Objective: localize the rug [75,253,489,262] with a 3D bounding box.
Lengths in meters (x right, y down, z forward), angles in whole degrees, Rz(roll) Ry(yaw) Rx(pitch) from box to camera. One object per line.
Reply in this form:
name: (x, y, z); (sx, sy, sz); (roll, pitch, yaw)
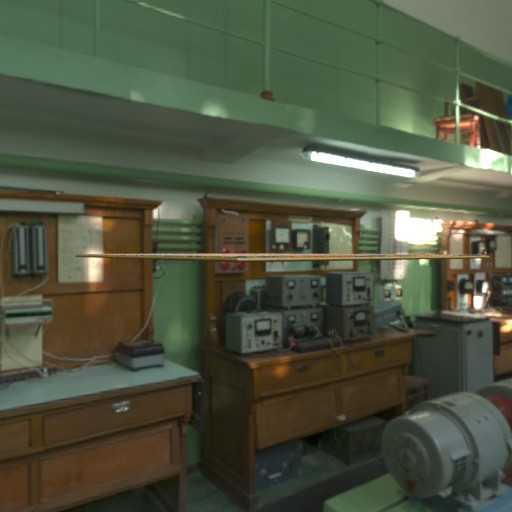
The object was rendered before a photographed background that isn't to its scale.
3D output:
rug: (0.000, 0.000, 4.070); (2.435, 0.031, 3.040); (0, 1, -36)
